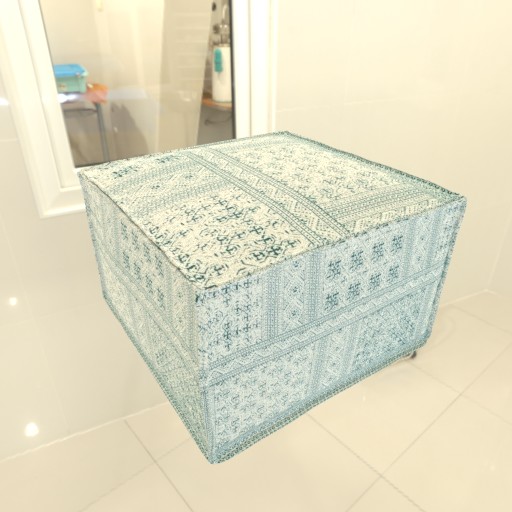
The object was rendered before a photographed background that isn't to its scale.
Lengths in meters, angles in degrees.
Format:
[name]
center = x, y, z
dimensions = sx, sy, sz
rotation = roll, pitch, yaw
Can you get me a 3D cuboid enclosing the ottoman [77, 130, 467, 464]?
[ottoman]
center = 0.000, 0.000, 1.051
dimensions = 0.617, 0.439, 0.626
rotation = -19, 35, -29
